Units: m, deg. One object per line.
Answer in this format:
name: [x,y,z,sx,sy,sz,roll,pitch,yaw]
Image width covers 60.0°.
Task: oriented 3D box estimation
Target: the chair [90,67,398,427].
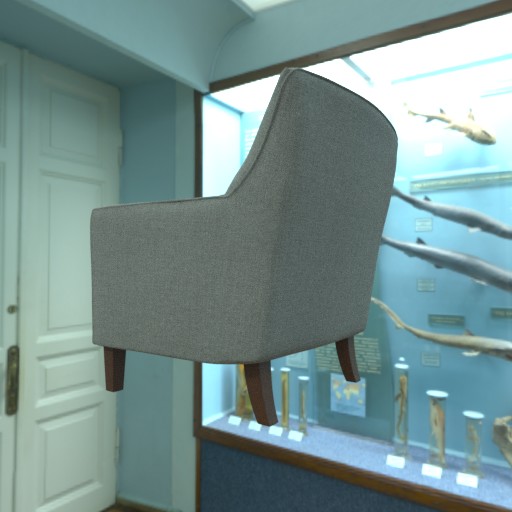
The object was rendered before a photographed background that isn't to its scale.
chair: [0.000,0.000,1.788,0.993,1.047,0.887,-1,-2,36]
